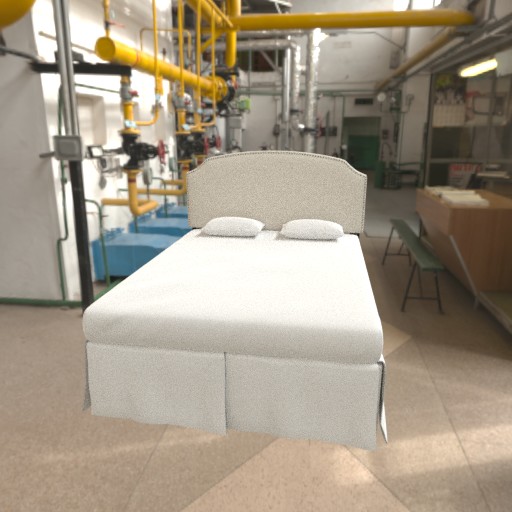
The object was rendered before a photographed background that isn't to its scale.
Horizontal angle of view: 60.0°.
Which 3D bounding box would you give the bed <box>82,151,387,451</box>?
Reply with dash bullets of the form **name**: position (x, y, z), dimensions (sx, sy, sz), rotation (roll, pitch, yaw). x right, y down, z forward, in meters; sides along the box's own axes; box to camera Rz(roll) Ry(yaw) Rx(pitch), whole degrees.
- **bed**: position (0.000, 0.000, 2.935), dimensions (1.558, 1.270, 1.999), rotation (3, 16, 9)
